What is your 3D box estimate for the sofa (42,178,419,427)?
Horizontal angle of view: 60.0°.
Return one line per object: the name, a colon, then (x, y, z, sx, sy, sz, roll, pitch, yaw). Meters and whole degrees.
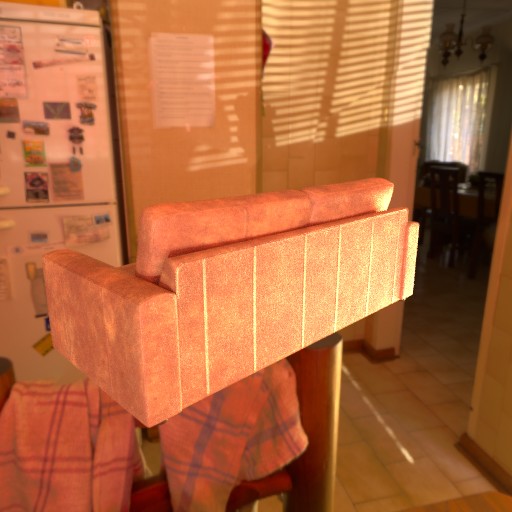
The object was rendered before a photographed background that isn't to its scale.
sofa: (0.000, 0.000, 2.708, 2.179, 0.873, 1.016, -14, 21, -42)
